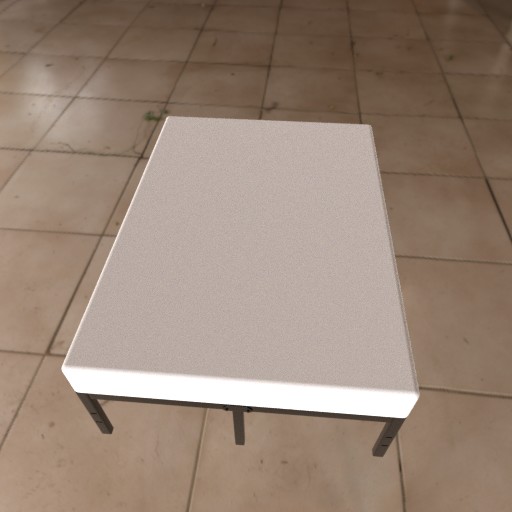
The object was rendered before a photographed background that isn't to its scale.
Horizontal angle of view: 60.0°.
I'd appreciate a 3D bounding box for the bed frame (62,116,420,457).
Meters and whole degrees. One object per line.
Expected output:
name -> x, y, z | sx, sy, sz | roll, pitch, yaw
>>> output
bed frame -> 0.000, 0.000, 2.602 | 1.408, 0.659, 1.956 | 3, 47, 3
